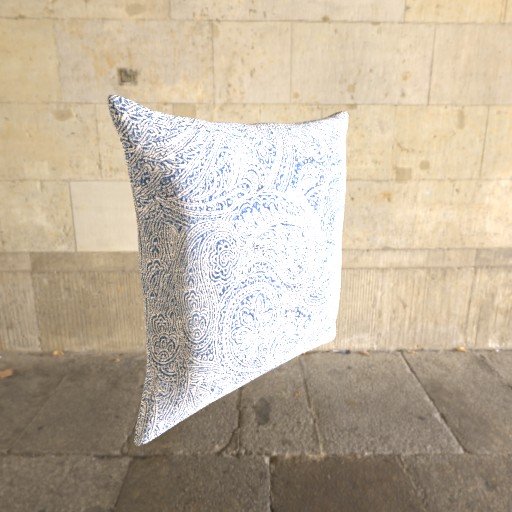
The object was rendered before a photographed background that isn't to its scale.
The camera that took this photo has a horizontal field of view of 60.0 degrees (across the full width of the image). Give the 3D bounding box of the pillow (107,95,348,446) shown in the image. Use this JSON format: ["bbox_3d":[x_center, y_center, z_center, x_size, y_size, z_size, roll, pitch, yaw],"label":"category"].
[{"bbox_3d":[0.000,0.000,0.788,0.166,0.510,0.523,15,21,43],"label":"pillow"}]
